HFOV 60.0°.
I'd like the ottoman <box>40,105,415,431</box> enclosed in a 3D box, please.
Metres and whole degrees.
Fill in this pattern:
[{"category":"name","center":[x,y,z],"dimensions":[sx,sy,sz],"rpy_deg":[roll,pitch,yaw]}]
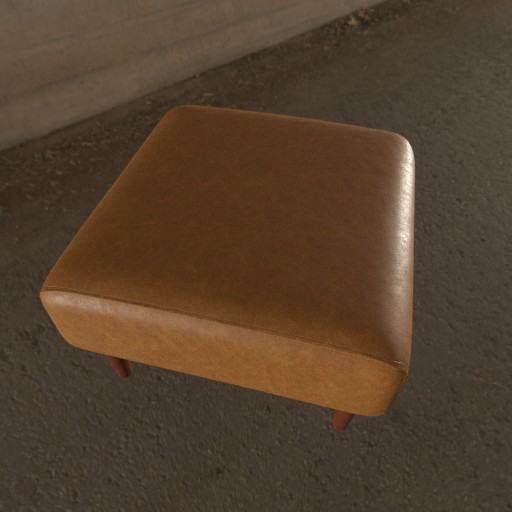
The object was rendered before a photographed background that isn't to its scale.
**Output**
[{"category":"ottoman","center":[0.000,0.000,1.027],"dimensions":[0.650,0.399,0.650],"rpy_deg":[11,49,9]}]
